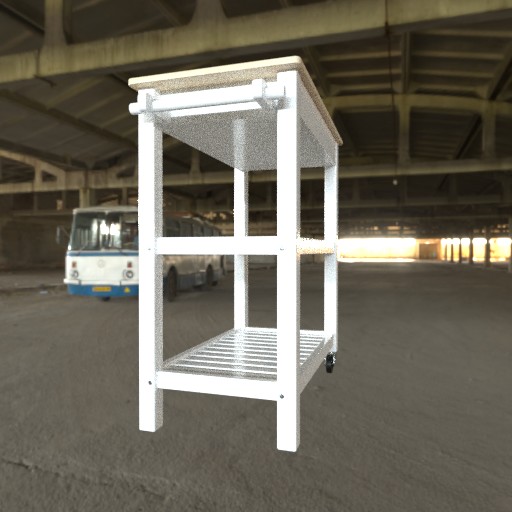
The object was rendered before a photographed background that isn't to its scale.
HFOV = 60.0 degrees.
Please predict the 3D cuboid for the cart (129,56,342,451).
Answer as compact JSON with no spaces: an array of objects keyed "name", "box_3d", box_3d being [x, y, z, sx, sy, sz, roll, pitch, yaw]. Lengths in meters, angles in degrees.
[{"name":"cart","box_3d":[0.000,0.000,1.456,0.457,0.927,0.899,0,1,18]}]
